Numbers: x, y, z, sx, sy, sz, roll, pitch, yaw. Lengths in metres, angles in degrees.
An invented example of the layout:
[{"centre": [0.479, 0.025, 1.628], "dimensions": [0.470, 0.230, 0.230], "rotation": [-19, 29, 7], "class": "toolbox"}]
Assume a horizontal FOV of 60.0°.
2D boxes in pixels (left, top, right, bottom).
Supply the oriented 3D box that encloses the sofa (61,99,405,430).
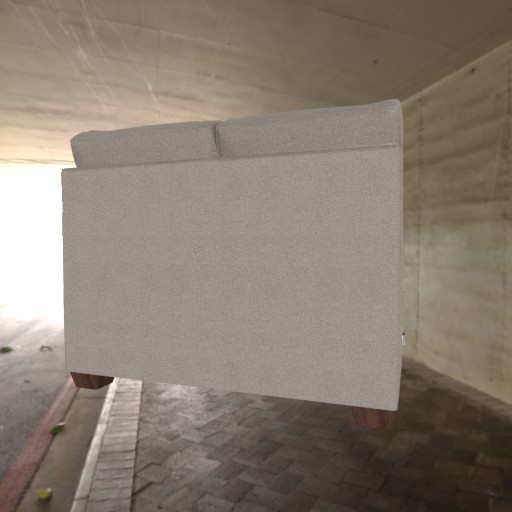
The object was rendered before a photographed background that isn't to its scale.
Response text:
[{"centre": [0.000, 0.000, 1.929], "dimensions": [1.232, 1.006, 0.978], "rotation": [1, 2, 20], "class": "sofa"}]
